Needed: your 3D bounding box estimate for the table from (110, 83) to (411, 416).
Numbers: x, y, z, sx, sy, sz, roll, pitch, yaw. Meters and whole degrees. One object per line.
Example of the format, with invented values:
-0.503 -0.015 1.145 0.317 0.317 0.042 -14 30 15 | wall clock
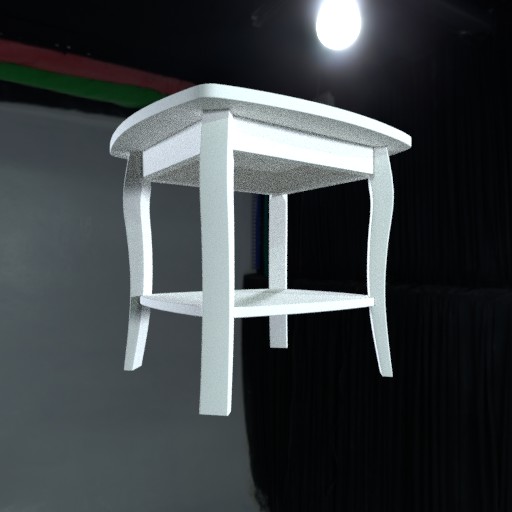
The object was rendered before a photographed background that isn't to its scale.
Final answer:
0.000 0.000 0.848 0.502 0.438 0.451 1 -1 -36 | table
